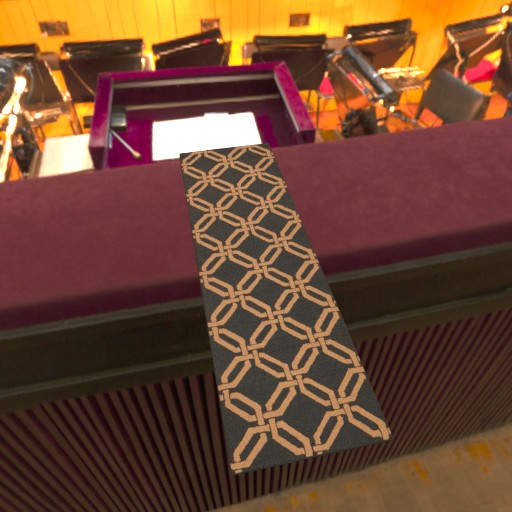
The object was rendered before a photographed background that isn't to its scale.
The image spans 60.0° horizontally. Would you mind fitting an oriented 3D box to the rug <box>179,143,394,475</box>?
[{"bbox_3d":[0.000,0.000,2.543,0.678,0.014,2.276,-9,47,-8],"label":"rug"}]
